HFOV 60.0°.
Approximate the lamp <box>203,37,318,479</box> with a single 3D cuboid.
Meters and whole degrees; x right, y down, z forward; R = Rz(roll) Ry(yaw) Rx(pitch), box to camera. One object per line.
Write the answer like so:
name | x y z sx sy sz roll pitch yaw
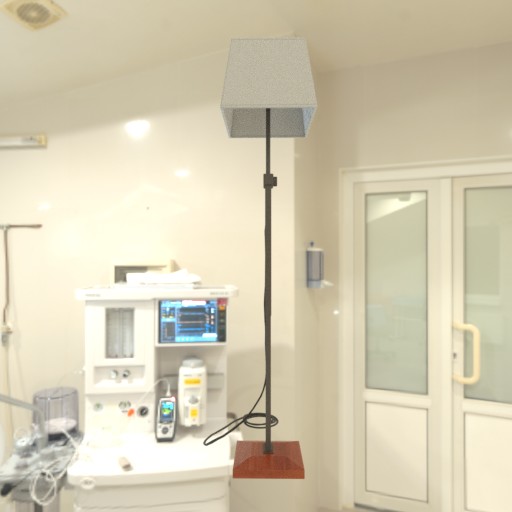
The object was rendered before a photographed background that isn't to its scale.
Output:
lamp | 0.000 0.000 2.007 0.472 1.712 0.745 0 0 1
